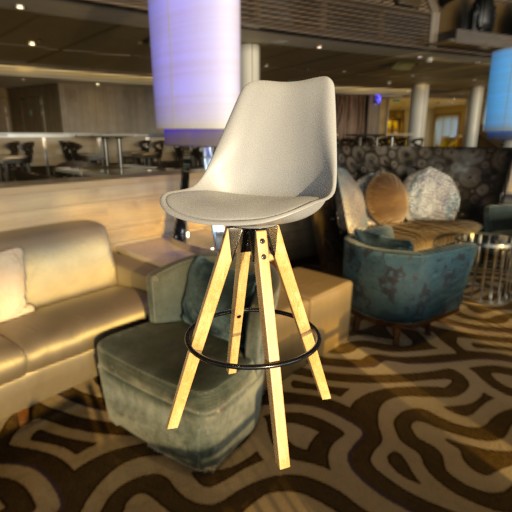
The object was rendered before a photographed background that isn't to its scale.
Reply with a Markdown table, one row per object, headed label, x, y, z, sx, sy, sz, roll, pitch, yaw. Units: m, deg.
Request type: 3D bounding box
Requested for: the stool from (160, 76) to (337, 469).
| label | x | y | z | sx | sy | sz | roll | pitch | yaw |
| --- | --- | --- | --- | --- | --- | --- | --- | --- | --- |
| stool | 0.000 | 0.000 | 1.420 | 0.485 | 1.115 | 0.550 | 8 | 17 | 26 |
